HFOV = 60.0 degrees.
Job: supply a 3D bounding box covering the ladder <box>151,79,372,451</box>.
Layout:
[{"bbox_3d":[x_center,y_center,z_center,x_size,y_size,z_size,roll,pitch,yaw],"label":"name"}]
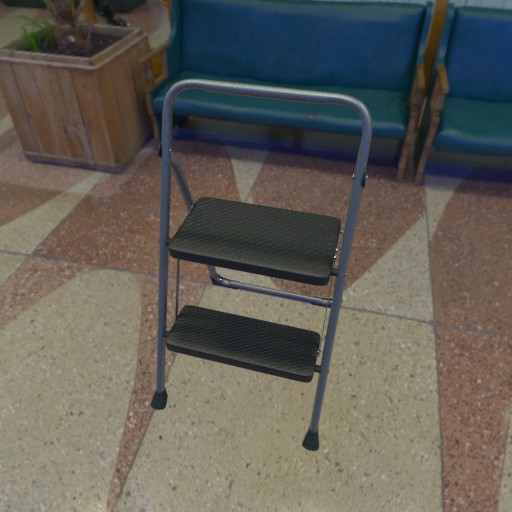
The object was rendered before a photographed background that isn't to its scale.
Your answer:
[{"bbox_3d":[0.000,0.000,1.004,0.430,0.720,0.472,10,43,11],"label":"ladder"}]
